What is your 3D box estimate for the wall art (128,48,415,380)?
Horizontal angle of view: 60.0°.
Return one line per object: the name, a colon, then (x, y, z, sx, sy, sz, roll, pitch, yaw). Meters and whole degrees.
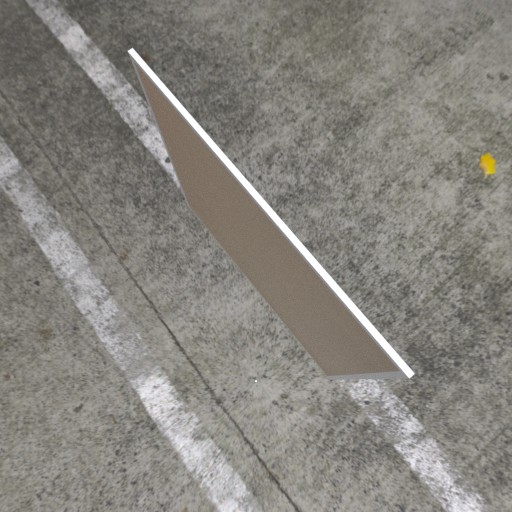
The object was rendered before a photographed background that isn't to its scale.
wall art: (0.000, 0.000, 0.672, 0.007, 0.456, 0.456, -38, 78, -10)
